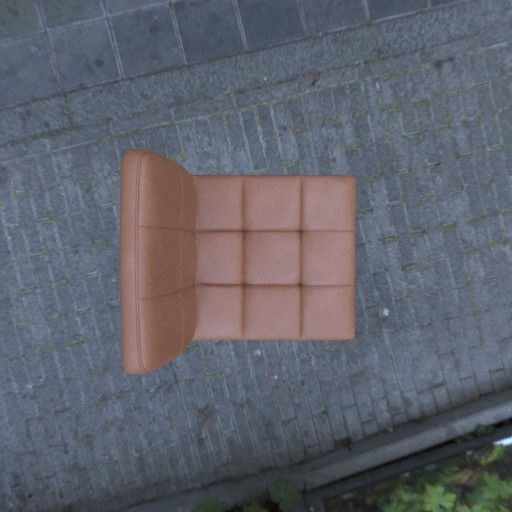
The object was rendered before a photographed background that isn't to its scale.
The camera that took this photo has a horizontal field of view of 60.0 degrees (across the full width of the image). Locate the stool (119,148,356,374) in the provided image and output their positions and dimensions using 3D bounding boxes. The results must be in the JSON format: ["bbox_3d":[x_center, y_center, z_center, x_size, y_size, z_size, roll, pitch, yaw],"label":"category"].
[{"bbox_3d":[0.000,0.000,1.343,0.505,1.115,0.430,0,91,0],"label":"stool"}]
